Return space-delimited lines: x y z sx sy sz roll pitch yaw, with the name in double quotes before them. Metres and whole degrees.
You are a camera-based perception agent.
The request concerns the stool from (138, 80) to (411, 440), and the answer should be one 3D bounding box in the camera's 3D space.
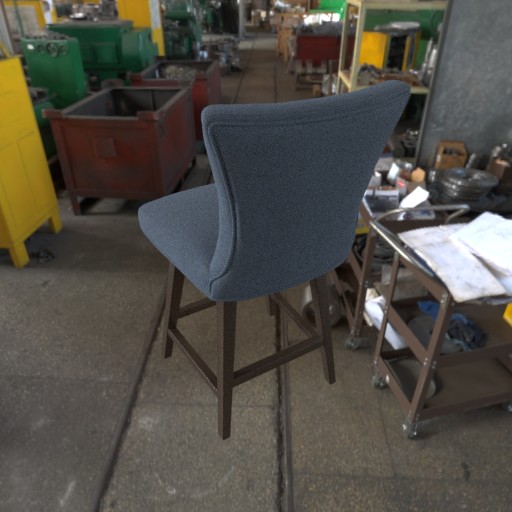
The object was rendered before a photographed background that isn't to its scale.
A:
"stool" 0.000 0.000 1.299 0.514 1.000 0.574 -18 36 -26
